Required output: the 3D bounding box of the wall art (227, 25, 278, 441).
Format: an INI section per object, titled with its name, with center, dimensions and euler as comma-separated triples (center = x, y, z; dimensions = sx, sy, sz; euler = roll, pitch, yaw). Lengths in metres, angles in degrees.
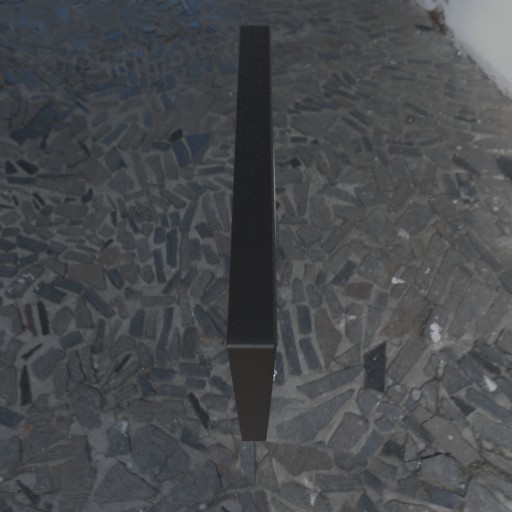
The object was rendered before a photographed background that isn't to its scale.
[wall art]
center = 0.000, 0.000, 0.600
dimensions = 0.041, 0.407, 0.406
euler = 0, 58, 0
